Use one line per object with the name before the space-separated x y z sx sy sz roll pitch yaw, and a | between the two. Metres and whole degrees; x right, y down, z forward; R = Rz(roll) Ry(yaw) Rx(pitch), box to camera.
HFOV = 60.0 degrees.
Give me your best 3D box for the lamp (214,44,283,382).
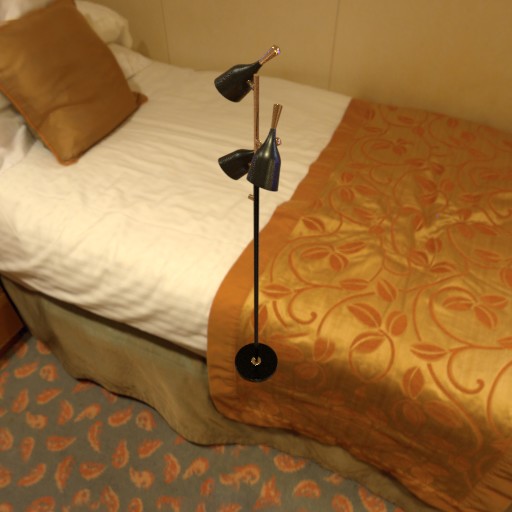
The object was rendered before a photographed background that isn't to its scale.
lamp | 0.000 0.000 1.976 0.253 1.778 0.434 -15 47 -15
